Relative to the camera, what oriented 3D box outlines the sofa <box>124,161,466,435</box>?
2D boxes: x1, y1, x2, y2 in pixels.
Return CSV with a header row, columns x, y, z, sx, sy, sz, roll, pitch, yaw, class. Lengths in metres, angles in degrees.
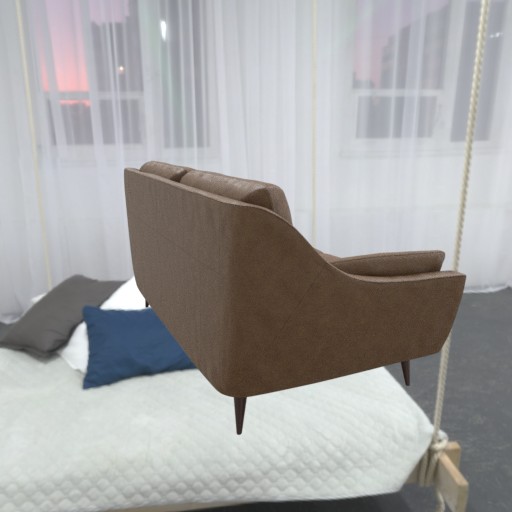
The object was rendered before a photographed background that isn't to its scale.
x,y,z,sx,sy,sz,roll,pitch,yaw,class
0.000,0.000,2.229,0.981,0.886,1.731,-8,17,-26,sofa
